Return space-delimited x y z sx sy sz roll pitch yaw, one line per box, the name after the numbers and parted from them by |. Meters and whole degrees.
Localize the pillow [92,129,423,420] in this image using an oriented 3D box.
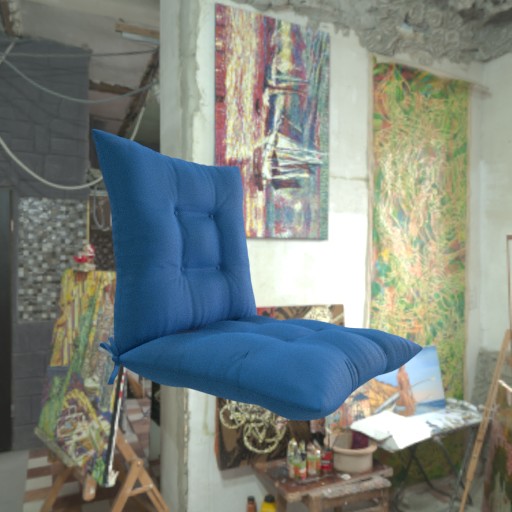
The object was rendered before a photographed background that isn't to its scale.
0.000 0.000 0.984 0.585 0.536 0.541 0 0 36 | pillow
